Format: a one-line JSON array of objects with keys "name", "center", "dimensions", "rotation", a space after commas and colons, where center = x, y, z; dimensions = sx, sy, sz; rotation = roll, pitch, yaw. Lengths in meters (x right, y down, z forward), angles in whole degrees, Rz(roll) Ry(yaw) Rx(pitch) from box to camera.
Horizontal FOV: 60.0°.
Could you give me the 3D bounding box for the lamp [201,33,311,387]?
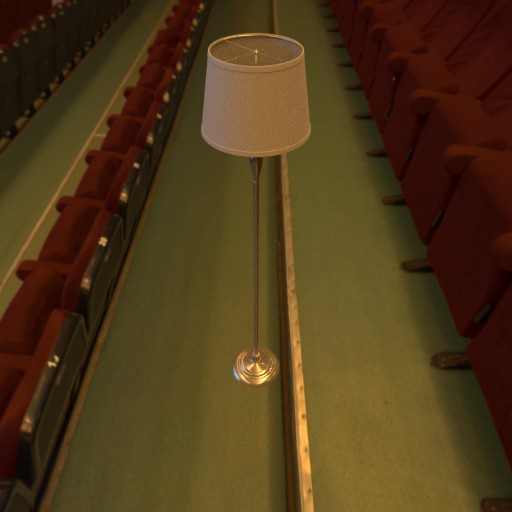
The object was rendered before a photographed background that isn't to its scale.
[{"name": "lamp", "center": [0.000, 0.000, 1.688], "dimensions": [0.327, 1.506, 0.327], "rotation": [0, 43, 0]}]
